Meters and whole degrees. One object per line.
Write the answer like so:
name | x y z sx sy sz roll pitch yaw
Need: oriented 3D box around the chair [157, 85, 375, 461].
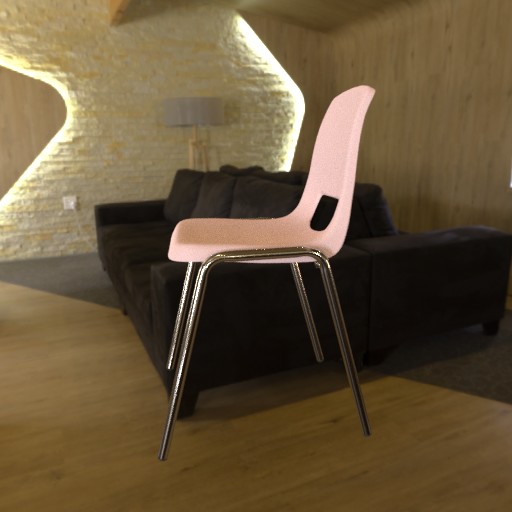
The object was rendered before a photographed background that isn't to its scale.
chair | 0.000 0.000 0.973 0.436 0.704 0.381 -2 14 -8
